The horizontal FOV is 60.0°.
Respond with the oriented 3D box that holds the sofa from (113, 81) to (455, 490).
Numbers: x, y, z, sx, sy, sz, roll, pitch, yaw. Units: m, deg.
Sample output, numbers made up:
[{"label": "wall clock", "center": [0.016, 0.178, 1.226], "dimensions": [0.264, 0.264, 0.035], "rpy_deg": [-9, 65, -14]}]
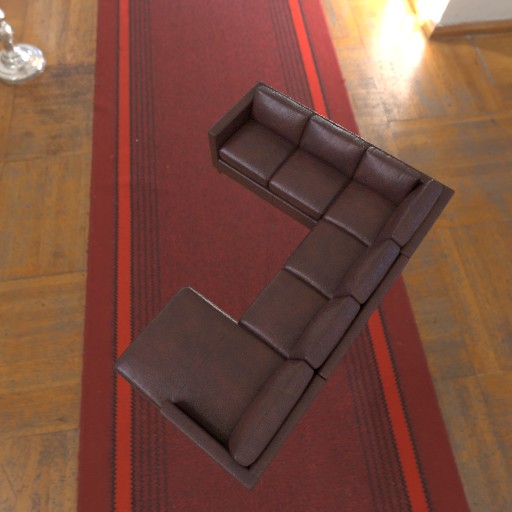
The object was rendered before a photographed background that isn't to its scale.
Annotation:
[{"label": "sofa", "center": [0.000, 0.000, 4.408], "dimensions": [2.452, 0.891, 3.324], "rpy_deg": [35, 70, 15]}]
